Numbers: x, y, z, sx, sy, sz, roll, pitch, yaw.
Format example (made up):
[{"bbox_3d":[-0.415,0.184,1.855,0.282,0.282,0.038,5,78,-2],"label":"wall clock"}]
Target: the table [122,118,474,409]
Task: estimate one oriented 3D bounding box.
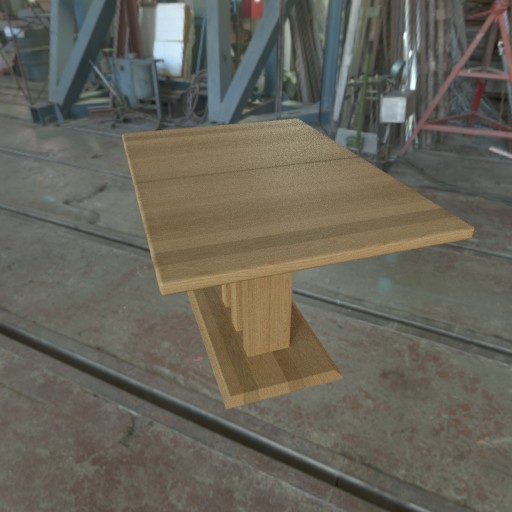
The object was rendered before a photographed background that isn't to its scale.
[{"bbox_3d":[0.000,0.000,1.874,0.900,0.770,1.300,-10,33,-16],"label":"table"}]
